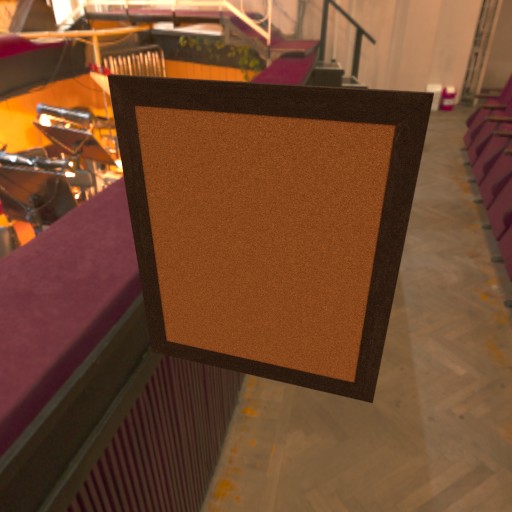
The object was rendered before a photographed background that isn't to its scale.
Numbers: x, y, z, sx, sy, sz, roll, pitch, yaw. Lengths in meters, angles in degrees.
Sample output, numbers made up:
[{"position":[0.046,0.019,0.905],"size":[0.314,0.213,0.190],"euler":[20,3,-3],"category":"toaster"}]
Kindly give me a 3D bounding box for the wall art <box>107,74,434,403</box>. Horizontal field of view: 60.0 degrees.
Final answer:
[{"position":[0.000,0.000,0.773],"size":[0.476,0.570,0.013],"euler":[9,32,15],"category":"wall art"}]
